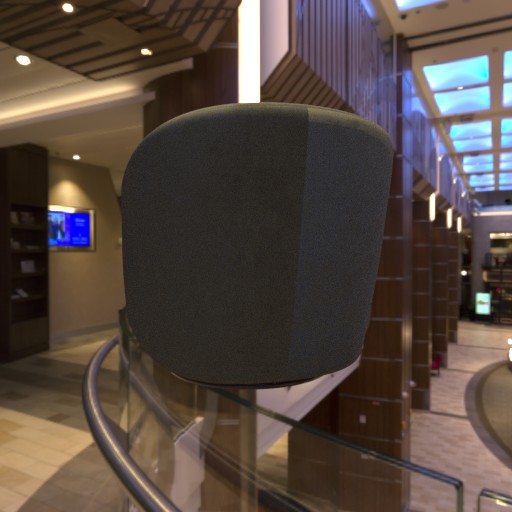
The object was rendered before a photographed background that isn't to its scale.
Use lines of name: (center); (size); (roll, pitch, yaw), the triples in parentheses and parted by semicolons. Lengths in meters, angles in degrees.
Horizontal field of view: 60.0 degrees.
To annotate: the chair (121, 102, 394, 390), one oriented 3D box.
chair: (0.000, 0.000, 1.339); (0.773, 0.698, 0.767); (0, 1, -18)
